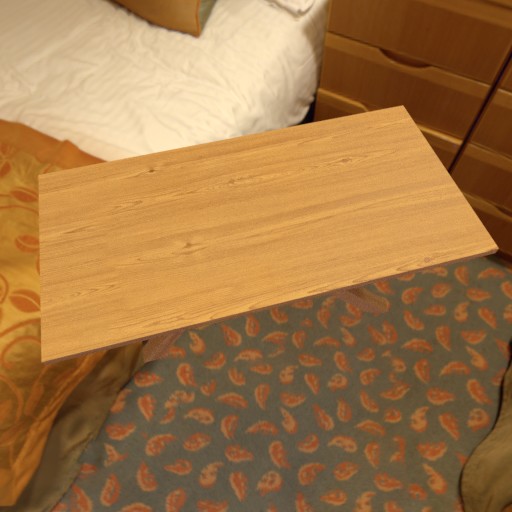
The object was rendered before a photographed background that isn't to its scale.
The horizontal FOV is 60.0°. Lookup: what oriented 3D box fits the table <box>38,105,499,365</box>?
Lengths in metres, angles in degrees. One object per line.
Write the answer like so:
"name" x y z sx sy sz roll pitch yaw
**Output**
"table" 0.000 0.000 2.218 1.797 0.750 0.901 -13 59 -8
